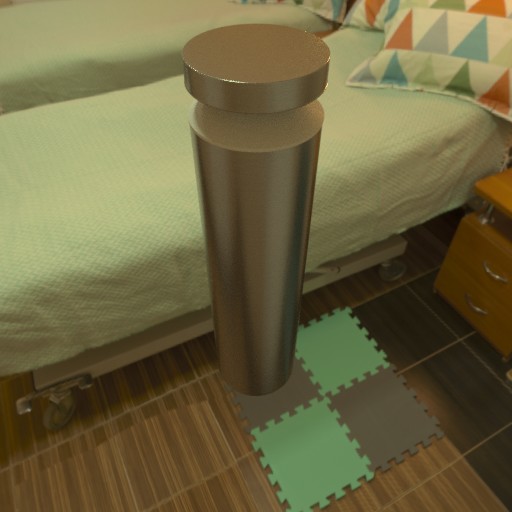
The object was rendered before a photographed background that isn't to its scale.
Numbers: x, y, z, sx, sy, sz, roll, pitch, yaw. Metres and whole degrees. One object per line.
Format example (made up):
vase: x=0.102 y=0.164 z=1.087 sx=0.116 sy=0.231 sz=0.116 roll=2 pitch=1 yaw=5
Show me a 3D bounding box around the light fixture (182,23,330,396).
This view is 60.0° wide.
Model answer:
light fixture: x=0.000 y=0.000 z=0.443 sx=0.102 sy=0.400 sz=0.102 roll=25 pitch=51 yaw=22
